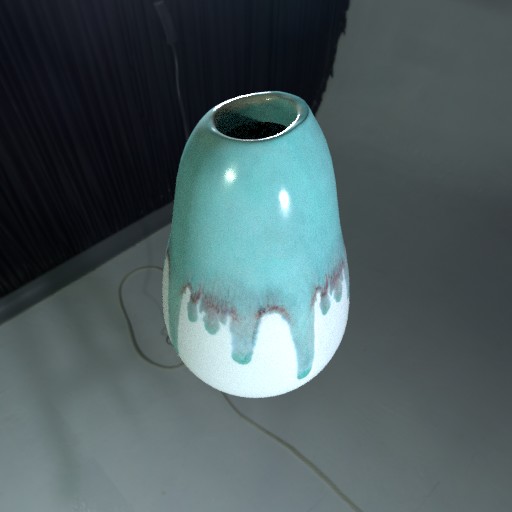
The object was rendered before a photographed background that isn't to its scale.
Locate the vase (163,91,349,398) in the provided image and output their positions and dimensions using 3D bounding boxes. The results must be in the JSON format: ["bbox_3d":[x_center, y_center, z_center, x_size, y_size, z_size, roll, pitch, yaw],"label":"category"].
[{"bbox_3d":[0.000,0.000,0.252,0.116,0.179,0.116,0,47,0],"label":"vase"}]
